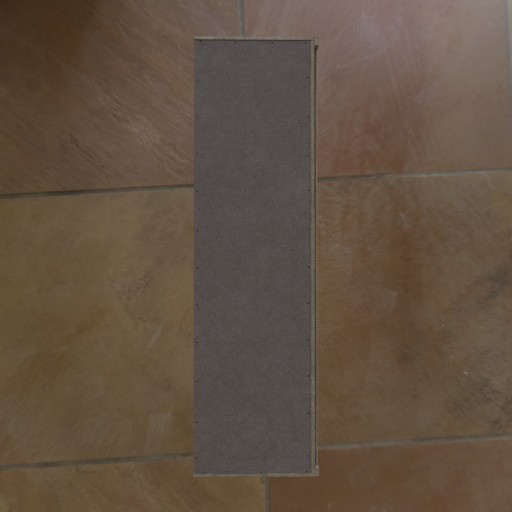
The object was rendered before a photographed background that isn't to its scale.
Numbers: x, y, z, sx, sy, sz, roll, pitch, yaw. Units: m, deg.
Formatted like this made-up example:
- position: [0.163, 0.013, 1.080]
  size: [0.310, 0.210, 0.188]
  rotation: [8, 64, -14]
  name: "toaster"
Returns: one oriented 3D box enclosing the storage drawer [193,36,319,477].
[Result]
- position: [0.000, 0.000, 2.223]
  size: [0.591, 0.274, 2.072]
  rotation: [0, 89, -1]
  name: "storage drawer"
